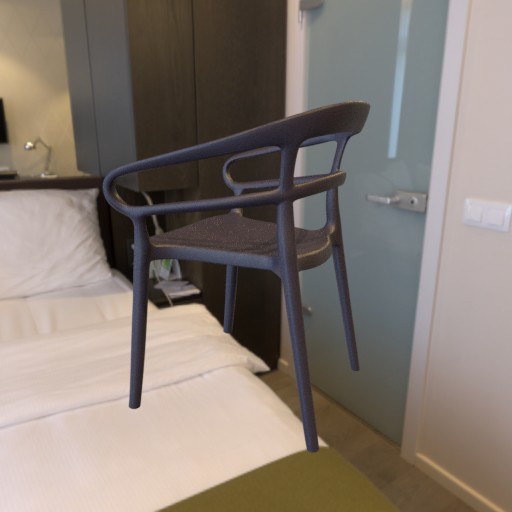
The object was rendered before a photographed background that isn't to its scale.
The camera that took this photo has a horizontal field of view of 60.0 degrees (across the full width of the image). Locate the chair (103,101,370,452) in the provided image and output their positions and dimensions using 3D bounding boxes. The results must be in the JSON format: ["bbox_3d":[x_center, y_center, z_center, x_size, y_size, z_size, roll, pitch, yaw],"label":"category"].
[{"bbox_3d":[0.000,0.000,1.175,0.527,0.761,0.559,8,18,25],"label":"chair"}]
